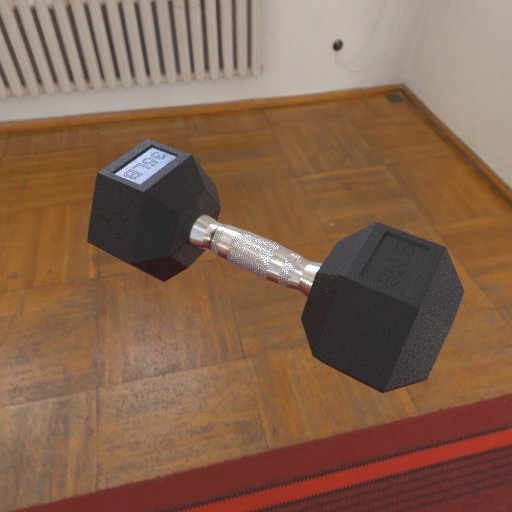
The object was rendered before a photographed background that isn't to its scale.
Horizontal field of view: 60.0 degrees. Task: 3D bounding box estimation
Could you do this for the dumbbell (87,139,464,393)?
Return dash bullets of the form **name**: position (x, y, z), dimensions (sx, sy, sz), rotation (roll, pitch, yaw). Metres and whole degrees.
- **dumbbell**: position (0.000, 0.000, 0.425), dimensions (0.356, 0.123, 0.141), rotation (24, 50, 21)
